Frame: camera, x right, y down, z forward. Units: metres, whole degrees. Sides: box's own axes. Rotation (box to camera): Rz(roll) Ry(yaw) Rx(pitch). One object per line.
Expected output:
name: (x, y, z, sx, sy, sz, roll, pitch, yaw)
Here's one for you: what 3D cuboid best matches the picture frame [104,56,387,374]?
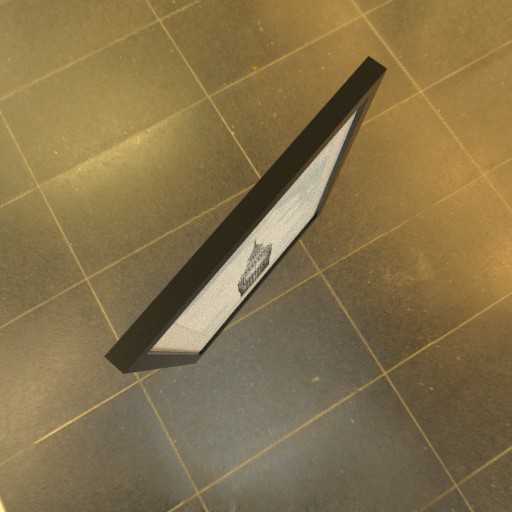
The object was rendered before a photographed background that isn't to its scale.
picture frame: (0.000, 0.000, 0.767, 0.028, 0.556, 0.460, 39, 80, 8)
